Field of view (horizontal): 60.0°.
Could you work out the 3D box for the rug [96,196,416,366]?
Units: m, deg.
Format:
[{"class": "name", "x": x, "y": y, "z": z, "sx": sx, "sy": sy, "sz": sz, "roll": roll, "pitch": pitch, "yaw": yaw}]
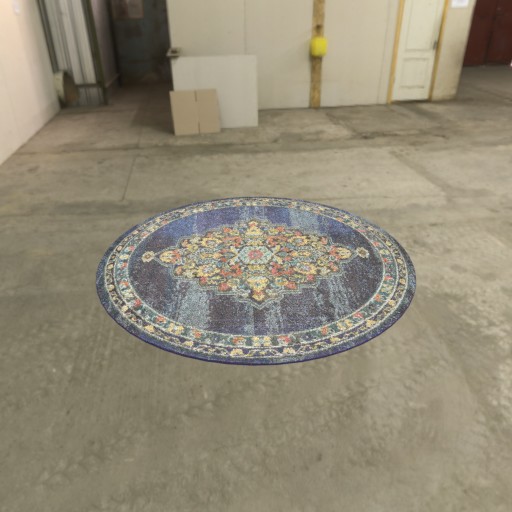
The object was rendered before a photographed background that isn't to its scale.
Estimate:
[{"class": "rug", "x": 0.000, "y": 0.000, "z": 3.456, "sx": 2.386, "sy": 0.014, "sz": 2.386, "roll": 0, "pitch": 30, "yaw": 0}]
